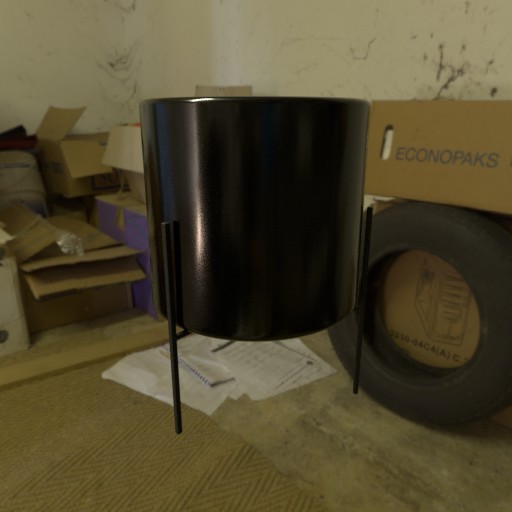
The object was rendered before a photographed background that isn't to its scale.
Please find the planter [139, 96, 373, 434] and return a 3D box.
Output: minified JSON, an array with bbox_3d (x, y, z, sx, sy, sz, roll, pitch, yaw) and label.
[{"bbox_3d":[0.000,0.000,0.650,0.310,0.432,0.310,8,20,25],"label":"planter"}]
